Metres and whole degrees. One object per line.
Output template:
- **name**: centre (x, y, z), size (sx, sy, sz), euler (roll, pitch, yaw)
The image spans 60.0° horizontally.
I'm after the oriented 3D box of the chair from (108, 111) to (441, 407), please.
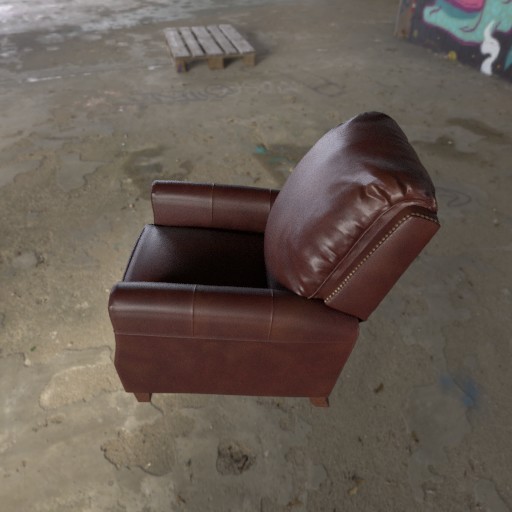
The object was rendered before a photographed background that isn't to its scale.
- **chair**: centre (0.000, 0.000, 1.780), size (1.089, 1.022, 0.826), euler (1, 39, 1)
